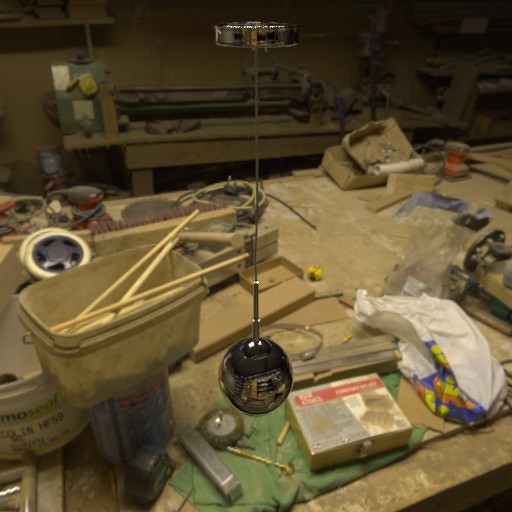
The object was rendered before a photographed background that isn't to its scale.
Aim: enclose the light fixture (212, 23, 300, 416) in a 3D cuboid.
[{"bbox_3d":[0.000,0.000,1.657,0.336,1.538,0.336,-11,32,-17],"label":"light fixture"}]
